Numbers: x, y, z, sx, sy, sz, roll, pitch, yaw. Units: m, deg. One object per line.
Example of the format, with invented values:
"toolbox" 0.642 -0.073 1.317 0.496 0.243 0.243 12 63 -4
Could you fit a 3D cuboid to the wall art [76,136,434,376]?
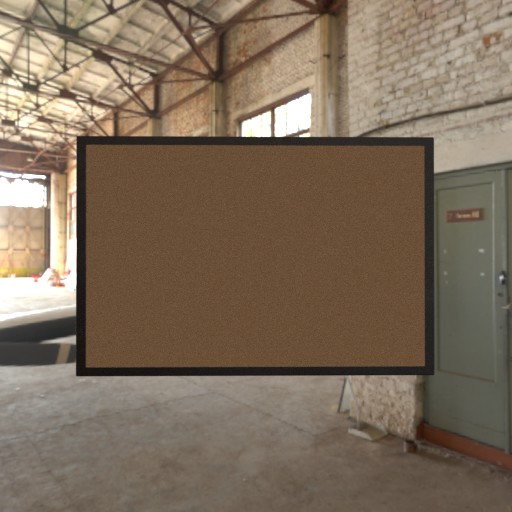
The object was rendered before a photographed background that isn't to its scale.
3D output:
"wall art" 0.000 0.000 1.146 0.912 0.612 0.038 0 0 -1
